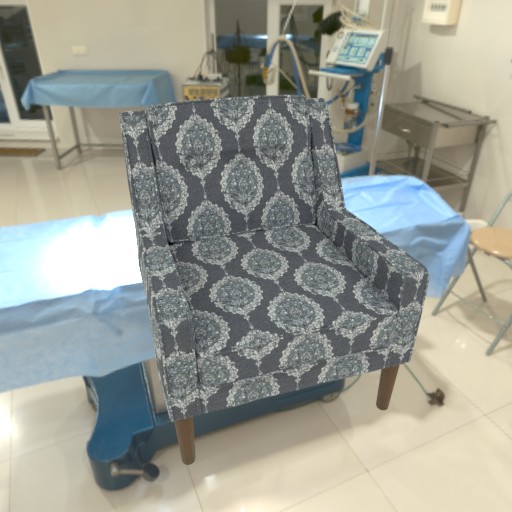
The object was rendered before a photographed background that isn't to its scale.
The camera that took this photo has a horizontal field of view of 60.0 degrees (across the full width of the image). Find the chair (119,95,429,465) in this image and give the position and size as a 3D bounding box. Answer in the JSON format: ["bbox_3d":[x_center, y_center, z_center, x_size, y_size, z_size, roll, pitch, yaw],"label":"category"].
[{"bbox_3d":[0.000,0.000,1.295,0.663,0.792,0.743,-9,32,-15],"label":"chair"}]
